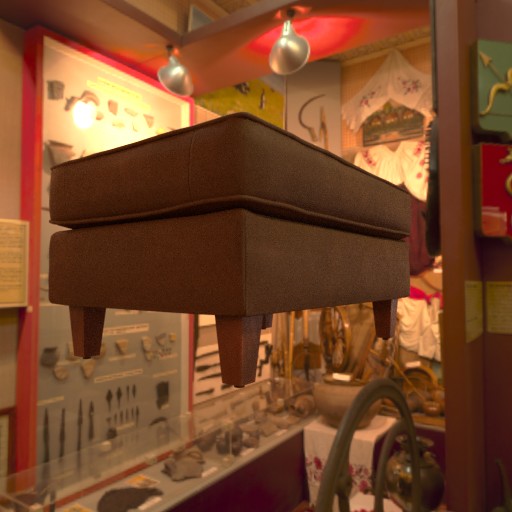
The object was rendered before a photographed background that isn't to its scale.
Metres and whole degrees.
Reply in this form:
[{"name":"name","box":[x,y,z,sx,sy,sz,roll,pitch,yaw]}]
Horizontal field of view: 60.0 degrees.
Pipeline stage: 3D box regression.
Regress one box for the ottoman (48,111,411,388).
[{"name":"ottoman","box":[0.000,0.000,1.170,0.596,0.481,0.860,-2,-3,36]}]
